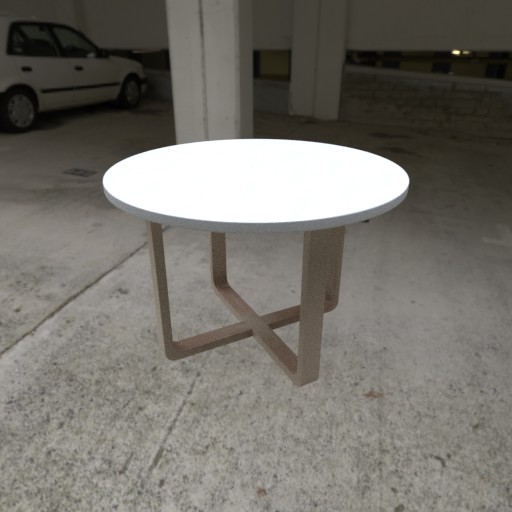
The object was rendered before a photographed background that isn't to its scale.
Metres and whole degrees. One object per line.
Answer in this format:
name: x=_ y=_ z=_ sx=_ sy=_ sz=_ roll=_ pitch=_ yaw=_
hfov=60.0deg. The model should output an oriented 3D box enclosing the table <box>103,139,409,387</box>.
table: x=0.000 y=0.000 z=0.995 sx=0.600 sy=0.400 sz=0.600 roll=0 pitch=26 yaw=0
